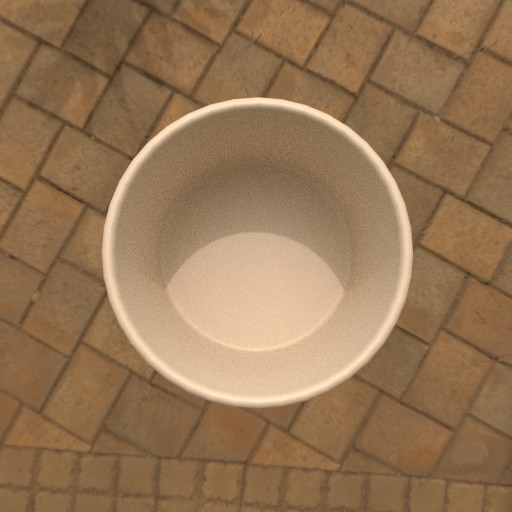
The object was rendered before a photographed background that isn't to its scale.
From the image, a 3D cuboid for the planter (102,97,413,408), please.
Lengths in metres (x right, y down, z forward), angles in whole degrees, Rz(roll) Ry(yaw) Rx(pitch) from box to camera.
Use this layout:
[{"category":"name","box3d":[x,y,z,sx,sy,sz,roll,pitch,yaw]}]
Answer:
[{"category":"planter","box3d":[0.000,0.000,0.550,0.269,0.379,0.269,0,89,0]}]
